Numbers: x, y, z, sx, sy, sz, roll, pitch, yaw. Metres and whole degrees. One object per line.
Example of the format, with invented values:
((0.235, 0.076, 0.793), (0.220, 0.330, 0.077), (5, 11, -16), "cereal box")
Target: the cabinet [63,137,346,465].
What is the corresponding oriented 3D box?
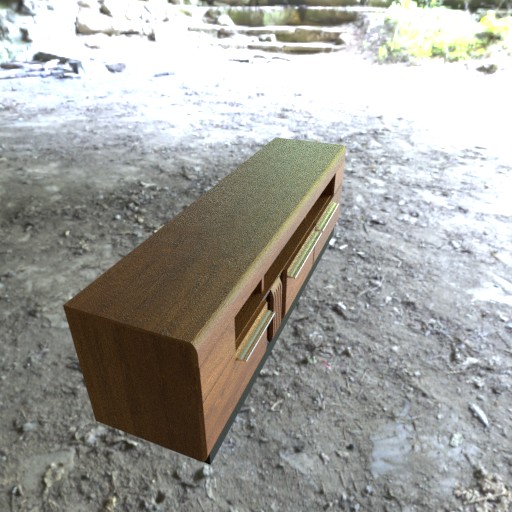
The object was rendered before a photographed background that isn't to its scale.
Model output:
((0.000, 0.000, 1.834), (0.419, 0.510, 1.600), (12, 33, 19), "cabinet")
